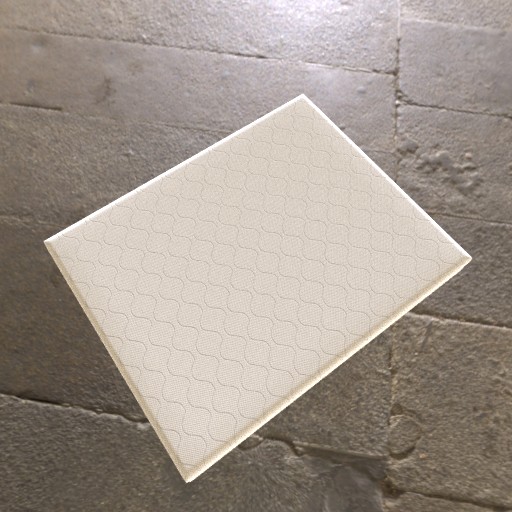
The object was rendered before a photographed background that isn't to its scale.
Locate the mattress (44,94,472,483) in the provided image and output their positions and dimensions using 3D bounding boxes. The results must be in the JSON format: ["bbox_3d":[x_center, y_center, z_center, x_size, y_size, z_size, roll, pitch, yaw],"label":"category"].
[{"bbox_3d":[0.000,0.000,2.707,2.000,0.200,1.600,-34,69,-14],"label":"mattress"}]
